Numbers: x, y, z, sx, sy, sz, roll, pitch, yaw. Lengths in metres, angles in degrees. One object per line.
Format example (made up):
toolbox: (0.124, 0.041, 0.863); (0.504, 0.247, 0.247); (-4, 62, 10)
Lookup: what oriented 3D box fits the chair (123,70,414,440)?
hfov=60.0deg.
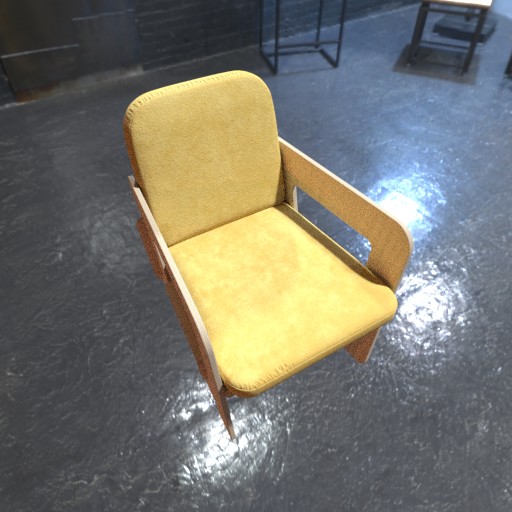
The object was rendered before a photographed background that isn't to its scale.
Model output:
chair: (0.000, 0.000, 1.292); (0.590, 0.800, 0.710); (-23, 50, -21)
